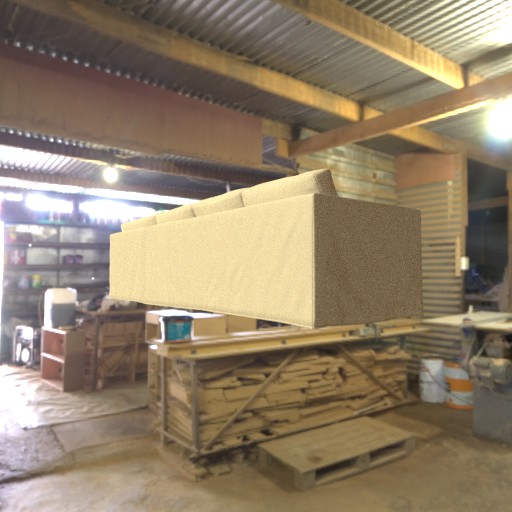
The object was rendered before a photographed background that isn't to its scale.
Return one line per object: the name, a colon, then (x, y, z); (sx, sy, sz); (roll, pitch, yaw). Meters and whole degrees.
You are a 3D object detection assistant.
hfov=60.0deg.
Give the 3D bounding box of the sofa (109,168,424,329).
sofa: (0.000, 0.000, 3.969); (1.622, 0.871, 3.206); (2, -3, -36)
